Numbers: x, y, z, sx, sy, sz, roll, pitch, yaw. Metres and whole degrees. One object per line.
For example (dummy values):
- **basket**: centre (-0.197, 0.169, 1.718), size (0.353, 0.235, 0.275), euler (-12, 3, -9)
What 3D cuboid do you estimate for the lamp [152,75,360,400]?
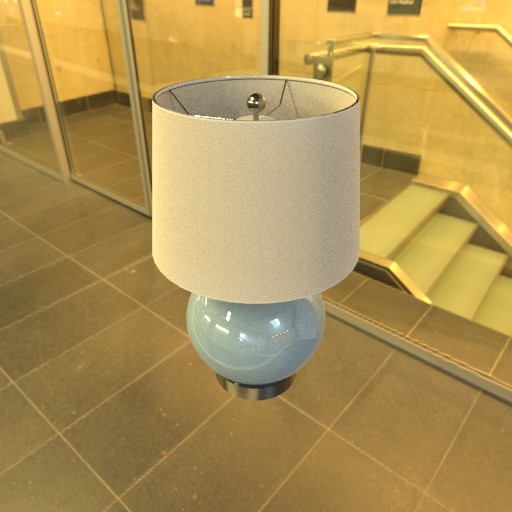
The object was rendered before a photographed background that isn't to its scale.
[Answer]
- **lamp**: centre (0.000, 0.000, 0.549), size (0.247, 0.387, 0.247), euler (0, 32, 0)
